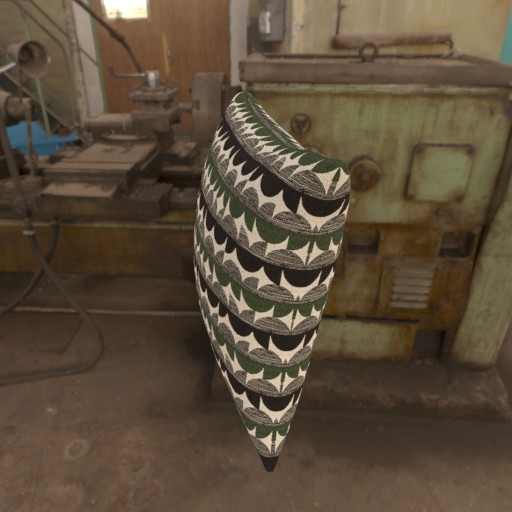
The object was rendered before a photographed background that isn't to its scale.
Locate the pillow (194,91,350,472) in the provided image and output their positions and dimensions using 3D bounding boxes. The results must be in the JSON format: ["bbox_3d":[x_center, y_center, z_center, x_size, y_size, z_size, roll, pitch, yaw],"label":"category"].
[{"bbox_3d":[0.000,0.000,0.654,0.180,0.404,0.419,-7,30,-12],"label":"pillow"}]
